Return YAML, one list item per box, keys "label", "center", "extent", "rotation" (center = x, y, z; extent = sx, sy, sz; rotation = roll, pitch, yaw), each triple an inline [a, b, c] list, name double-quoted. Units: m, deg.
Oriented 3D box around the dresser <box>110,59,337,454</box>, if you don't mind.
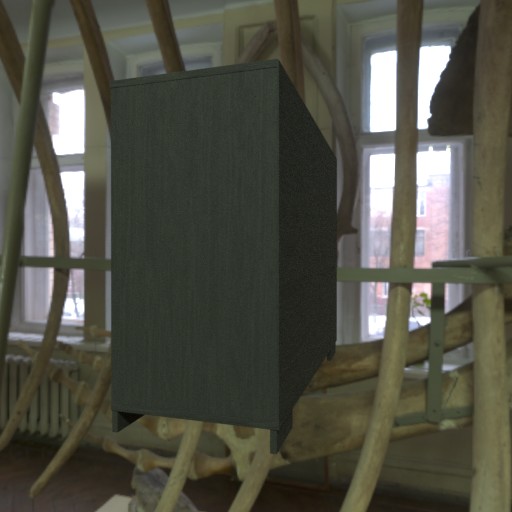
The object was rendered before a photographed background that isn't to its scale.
- label: "dresser"
  center: [0.000, 0.000, 1.444]
  extent: [0.404, 0.816, 0.994]
  rotation: [0, 0, 17]
